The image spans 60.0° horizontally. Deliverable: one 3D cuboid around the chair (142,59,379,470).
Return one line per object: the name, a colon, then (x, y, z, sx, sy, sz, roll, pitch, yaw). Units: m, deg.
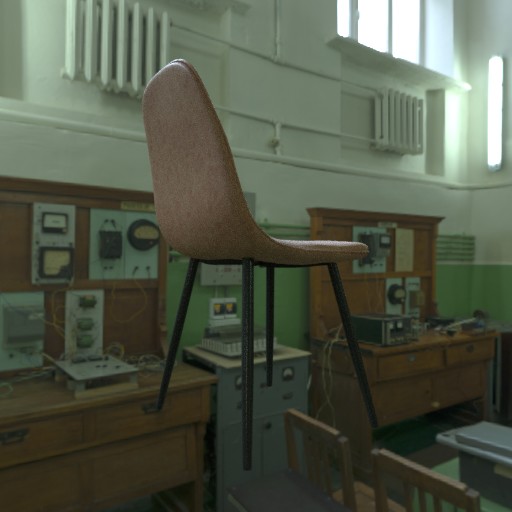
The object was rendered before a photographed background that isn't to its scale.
chair: (0.000, 0.000, 1.209, 0.561, 0.889, 0.472, 0, 0, -35)
